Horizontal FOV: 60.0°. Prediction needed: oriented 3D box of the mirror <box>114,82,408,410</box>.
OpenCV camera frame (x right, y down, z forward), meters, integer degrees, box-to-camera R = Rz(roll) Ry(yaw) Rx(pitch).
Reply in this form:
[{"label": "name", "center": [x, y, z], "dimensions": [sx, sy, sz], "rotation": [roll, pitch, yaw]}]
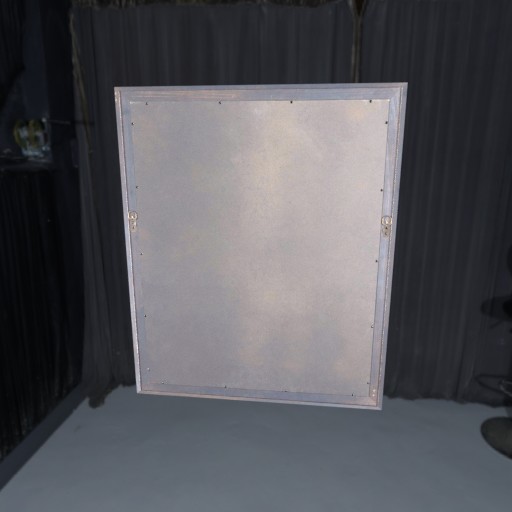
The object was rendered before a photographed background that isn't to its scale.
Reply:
[{"label": "mirror", "center": [0.000, 0.000, 1.221], "dimensions": [0.730, 0.882, 0.032], "rotation": [2, 14, 7]}]
